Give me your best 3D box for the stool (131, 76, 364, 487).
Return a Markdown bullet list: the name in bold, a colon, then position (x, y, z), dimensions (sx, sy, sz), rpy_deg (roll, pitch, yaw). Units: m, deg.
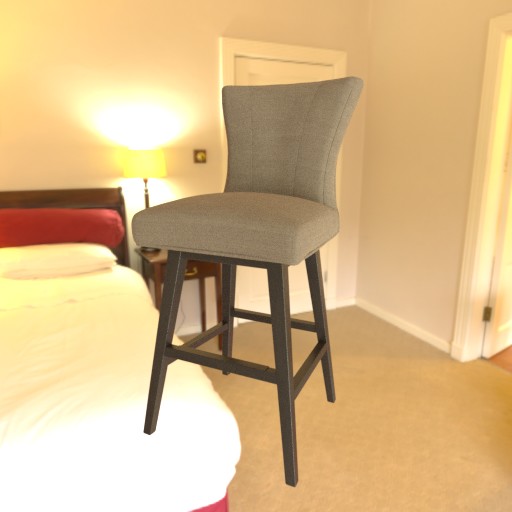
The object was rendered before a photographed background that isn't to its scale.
- **stool**: position (0.000, 0.000, 1.395), dimensions (0.514, 1.086, 0.574), rpy_deg (7, 15, 26)
